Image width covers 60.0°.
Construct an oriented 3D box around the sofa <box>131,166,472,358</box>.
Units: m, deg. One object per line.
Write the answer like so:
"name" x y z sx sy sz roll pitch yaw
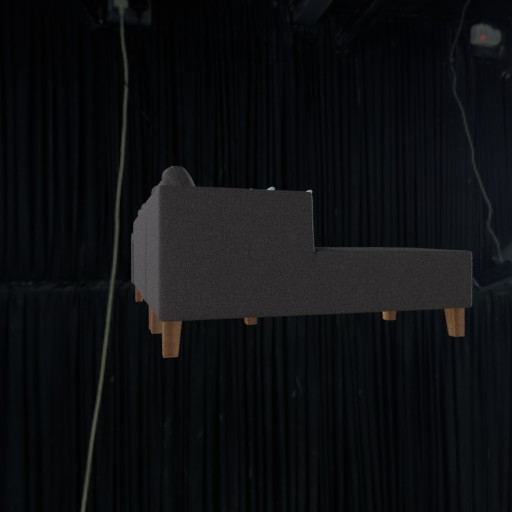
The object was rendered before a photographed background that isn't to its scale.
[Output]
"sofa" 0.000 0.000 3.573 1.829 0.932 2.679 0 0 -18
